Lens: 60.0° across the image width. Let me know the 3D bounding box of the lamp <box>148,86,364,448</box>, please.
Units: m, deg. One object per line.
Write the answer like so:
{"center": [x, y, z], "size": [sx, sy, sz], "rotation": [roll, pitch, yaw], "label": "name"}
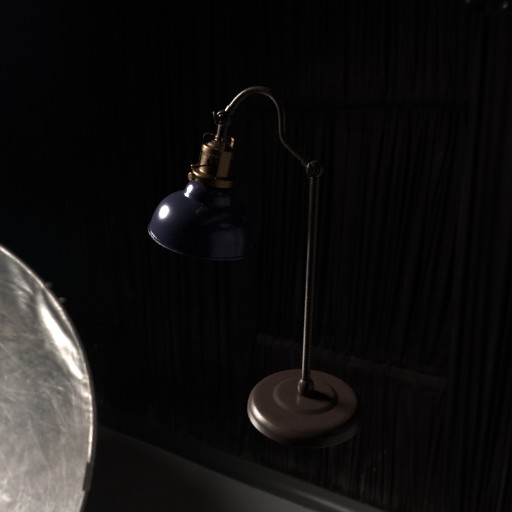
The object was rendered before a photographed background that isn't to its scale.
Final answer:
{"center": [0.000, 0.000, 0.709], "size": [0.374, 0.508, 0.192], "rotation": [8, 18, 25], "label": "lamp"}
